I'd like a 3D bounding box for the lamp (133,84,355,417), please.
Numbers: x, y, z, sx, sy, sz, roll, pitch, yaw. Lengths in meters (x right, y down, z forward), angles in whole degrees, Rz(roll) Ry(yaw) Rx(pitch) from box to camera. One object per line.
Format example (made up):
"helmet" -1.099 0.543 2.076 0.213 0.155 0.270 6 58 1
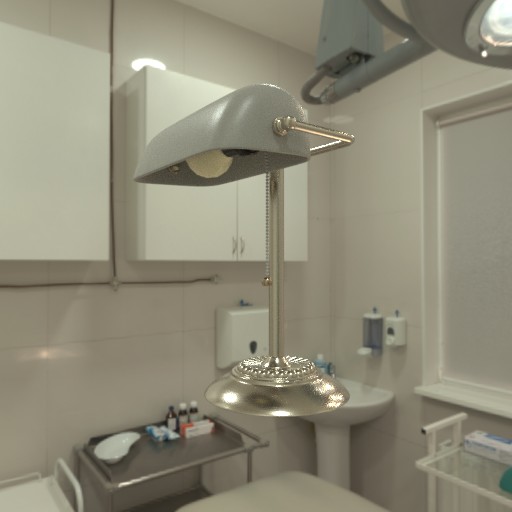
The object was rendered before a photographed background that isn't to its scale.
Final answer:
"lamp" 0.000 0.000 0.535 0.243 0.339 0.264 1 -1 -37
